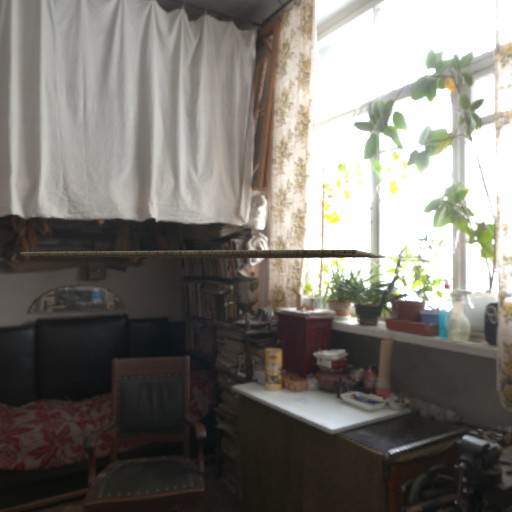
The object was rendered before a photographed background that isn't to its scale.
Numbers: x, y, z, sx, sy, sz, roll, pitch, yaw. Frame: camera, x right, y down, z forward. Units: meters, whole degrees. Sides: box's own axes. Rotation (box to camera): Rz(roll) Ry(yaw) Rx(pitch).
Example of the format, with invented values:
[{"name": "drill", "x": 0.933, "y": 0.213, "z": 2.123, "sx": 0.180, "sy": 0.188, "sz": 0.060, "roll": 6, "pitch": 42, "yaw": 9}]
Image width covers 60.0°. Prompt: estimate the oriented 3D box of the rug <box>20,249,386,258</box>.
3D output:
[{"name": "rug", "x": 0.000, "y": 0.000, "z": 2.318, "sx": 1.243, "sy": 0.014, "sz": 1.846, "roll": 0, "pitch": -1, "yaw": 19}]
